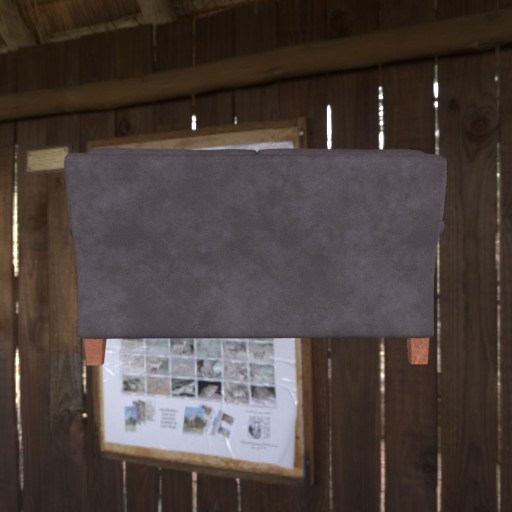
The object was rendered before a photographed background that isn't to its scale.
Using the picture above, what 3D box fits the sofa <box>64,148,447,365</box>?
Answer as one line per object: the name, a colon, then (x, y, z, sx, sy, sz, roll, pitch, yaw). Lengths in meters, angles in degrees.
sofa: (0.000, 0.000, 2.563, 1.853, 1.101, 1.084, 0, 0, -1)
